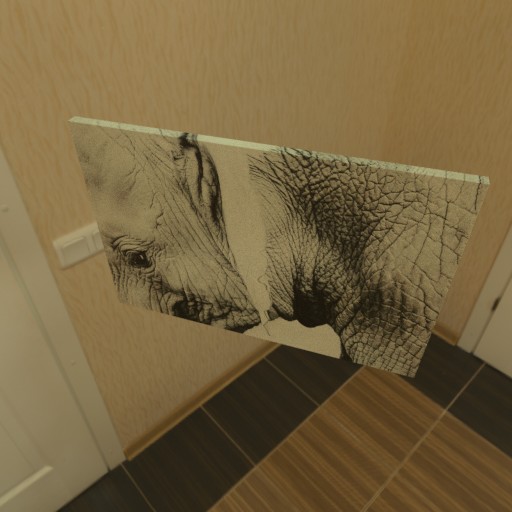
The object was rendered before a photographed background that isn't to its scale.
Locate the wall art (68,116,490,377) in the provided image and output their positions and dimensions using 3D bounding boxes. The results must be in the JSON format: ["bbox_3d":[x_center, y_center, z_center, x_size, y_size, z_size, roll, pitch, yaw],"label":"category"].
[{"bbox_3d":[0.000,0.000,1.410,1.141,0.758,0.035,12,42,14],"label":"wall art"}]
